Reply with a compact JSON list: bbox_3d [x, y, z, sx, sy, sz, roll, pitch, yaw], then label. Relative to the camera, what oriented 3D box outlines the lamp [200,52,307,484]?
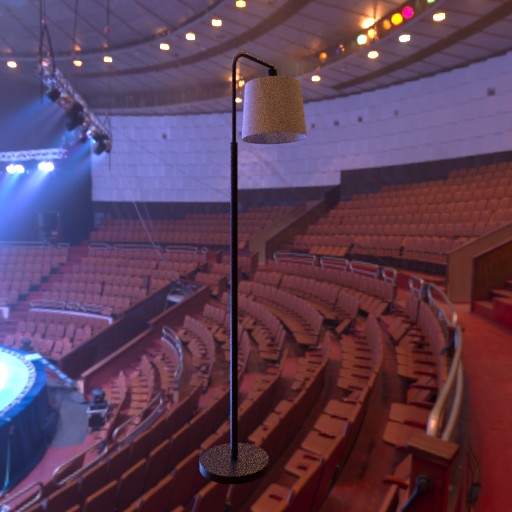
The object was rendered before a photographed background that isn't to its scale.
[{"bbox_3d":[0.000,0.000,1.653,0.254,1.478,0.508,1,2,36],"label":"lamp"}]
